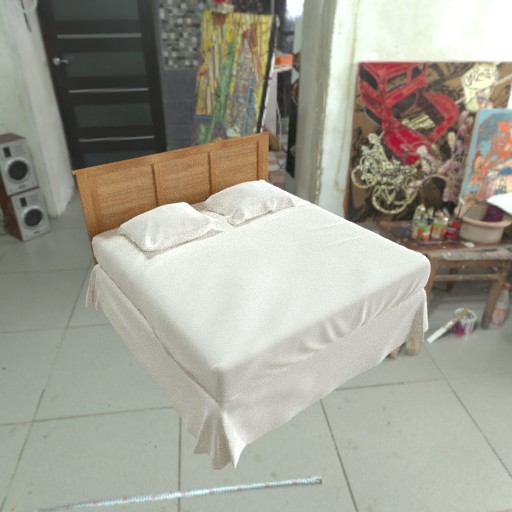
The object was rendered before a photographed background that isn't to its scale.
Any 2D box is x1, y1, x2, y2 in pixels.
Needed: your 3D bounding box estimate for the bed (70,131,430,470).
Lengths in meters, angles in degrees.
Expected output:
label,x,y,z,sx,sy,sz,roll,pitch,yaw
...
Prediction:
label,x,y,z,sx,sy,sz,roll,pitch,yaw
bed,0.000,0.000,3.617,2.317,1.270,2.215,-21,36,-31
